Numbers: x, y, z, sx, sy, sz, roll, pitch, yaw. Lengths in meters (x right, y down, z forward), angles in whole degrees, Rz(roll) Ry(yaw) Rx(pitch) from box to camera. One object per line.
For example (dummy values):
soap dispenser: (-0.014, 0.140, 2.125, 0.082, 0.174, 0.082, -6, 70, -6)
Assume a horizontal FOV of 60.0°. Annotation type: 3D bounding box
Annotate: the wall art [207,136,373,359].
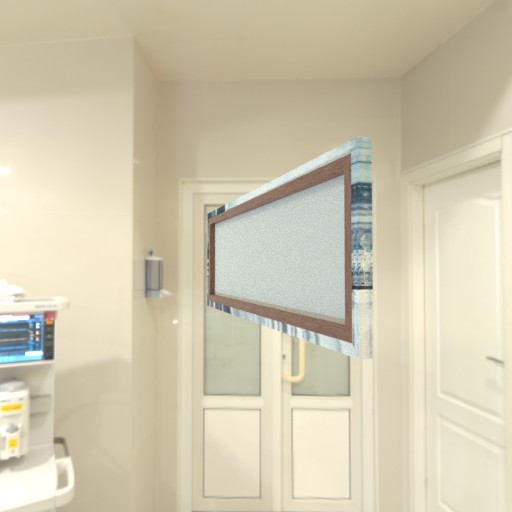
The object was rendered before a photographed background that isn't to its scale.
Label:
wall art: (0.000, 0.000, 1.731, 0.037, 0.509, 1.524, 1, -2, -19)
